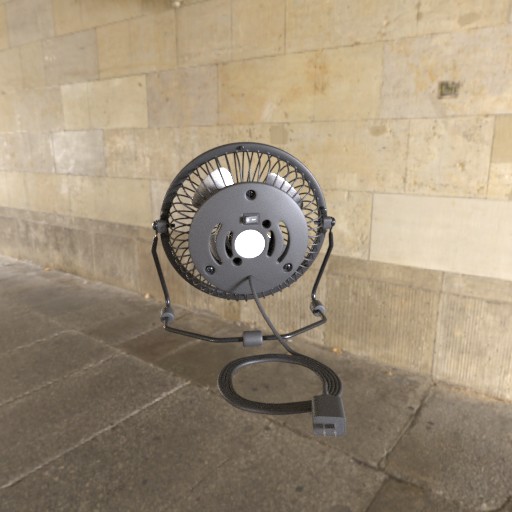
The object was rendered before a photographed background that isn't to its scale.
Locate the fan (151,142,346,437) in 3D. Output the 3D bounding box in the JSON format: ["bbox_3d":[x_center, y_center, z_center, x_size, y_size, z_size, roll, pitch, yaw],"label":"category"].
[{"bbox_3d":[0.000,0.000,0.301,0.153,0.152,0.202,-2,14,-7],"label":"fan"}]
